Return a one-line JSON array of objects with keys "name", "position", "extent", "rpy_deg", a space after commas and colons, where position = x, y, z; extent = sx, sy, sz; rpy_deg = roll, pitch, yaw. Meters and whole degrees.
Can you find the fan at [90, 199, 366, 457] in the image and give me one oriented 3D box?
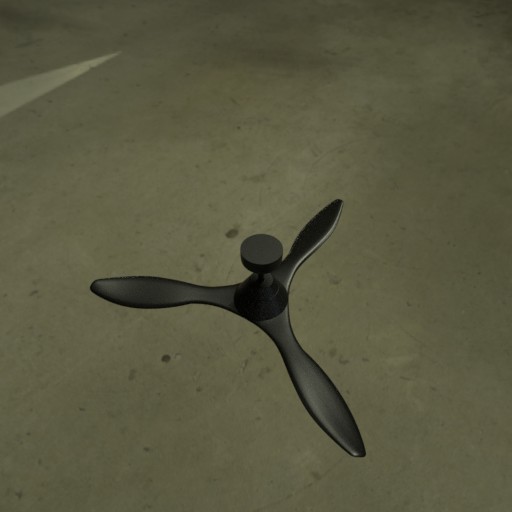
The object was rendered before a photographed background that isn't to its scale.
[{"name": "fan", "position": [0.000, 0.000, 1.621], "extent": [1.067, 0.305, 1.067], "rpy_deg": [16, 49, 15]}]
